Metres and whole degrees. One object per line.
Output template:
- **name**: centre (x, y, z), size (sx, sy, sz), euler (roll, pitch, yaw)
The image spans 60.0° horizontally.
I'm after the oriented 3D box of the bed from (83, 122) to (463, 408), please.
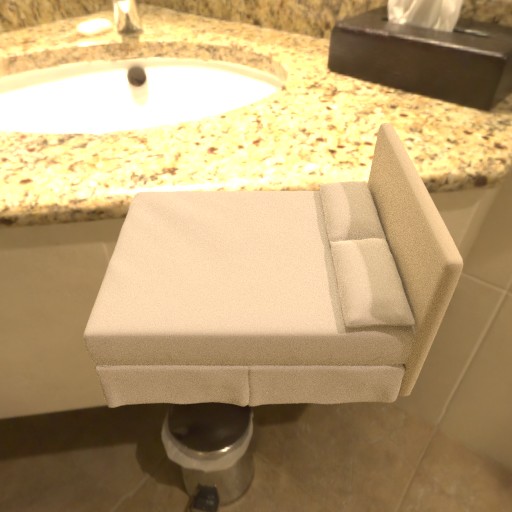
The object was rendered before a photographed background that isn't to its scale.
- **bed**: centre (0.000, 0.000, 3.251), size (2.147, 1.330, 1.714), euler (0, 41, 0)
